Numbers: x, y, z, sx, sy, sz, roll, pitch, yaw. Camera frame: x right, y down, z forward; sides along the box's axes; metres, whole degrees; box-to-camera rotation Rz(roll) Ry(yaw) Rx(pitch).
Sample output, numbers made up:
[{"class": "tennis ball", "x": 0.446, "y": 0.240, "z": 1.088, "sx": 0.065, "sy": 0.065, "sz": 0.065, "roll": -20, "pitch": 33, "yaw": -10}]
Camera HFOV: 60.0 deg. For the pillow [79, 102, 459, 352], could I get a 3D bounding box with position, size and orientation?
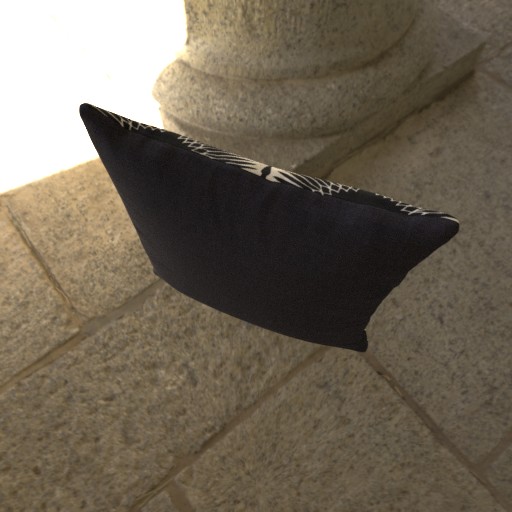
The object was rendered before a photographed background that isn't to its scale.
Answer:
[{"class": "pillow", "x": 0.000, "y": 0.000, "z": 0.652, "sx": 0.432, "sy": 0.432, "sz": 0.139, "roll": 20, "pitch": 64, "yaw": 10}]
